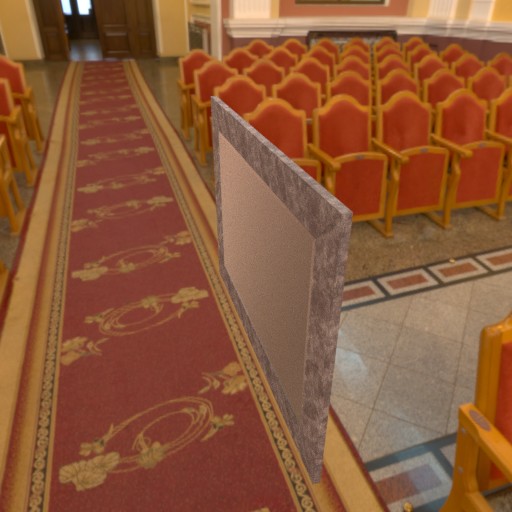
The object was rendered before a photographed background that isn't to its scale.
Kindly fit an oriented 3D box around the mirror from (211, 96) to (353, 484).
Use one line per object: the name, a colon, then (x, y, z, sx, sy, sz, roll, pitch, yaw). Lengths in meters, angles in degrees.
mirror: (0.000, 0.000, 1.440, 0.022, 0.795, 1.101, -9, 32, -15)
